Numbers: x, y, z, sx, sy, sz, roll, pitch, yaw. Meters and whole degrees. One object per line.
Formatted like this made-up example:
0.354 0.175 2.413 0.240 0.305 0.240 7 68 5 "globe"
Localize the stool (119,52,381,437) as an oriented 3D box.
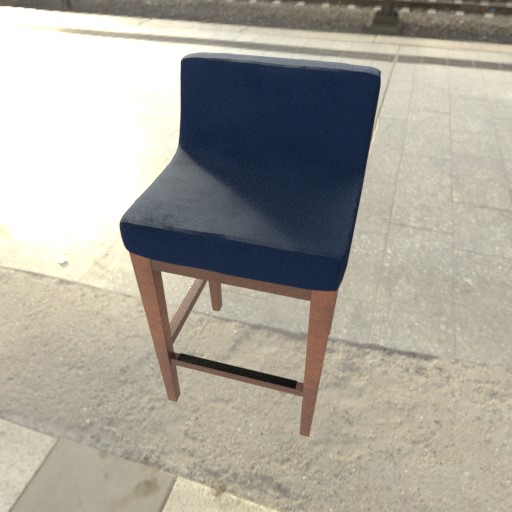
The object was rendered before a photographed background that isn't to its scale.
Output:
0.000 0.000 1.249 0.511 0.945 0.516 10 41 12 "stool"
